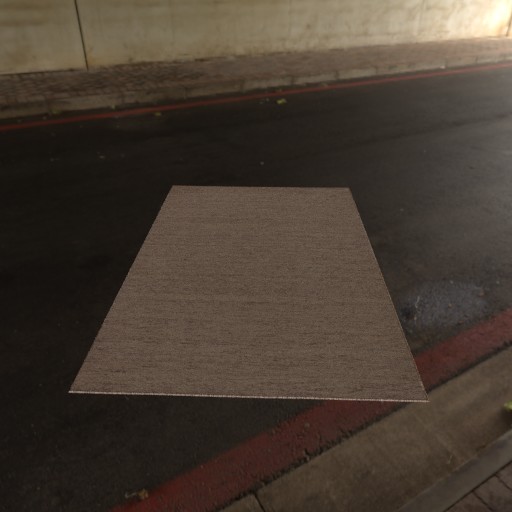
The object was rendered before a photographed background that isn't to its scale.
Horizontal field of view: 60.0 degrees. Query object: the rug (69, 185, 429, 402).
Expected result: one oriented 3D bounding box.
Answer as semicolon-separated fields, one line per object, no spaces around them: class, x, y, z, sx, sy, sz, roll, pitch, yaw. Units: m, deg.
rug;0.000;0.000;2.288;1.225;0.013;1.840;1;31;2
